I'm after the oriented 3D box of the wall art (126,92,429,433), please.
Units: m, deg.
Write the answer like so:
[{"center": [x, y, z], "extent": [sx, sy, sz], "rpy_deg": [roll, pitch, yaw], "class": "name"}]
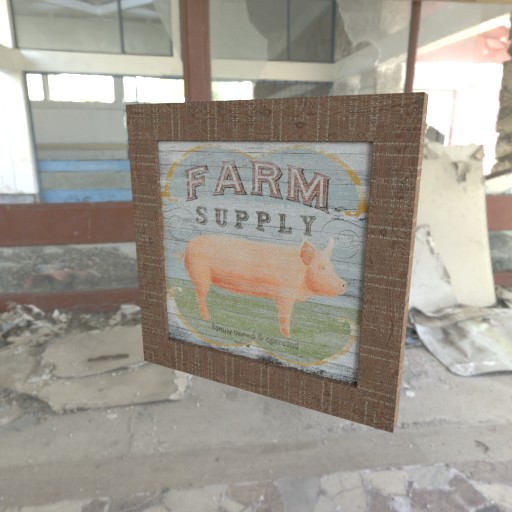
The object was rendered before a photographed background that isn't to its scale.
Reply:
[{"center": [0.000, 0.000, 0.799], "extent": [0.531, 0.531, 0.040], "rpy_deg": [8, 17, 26], "class": "wall art"}]
